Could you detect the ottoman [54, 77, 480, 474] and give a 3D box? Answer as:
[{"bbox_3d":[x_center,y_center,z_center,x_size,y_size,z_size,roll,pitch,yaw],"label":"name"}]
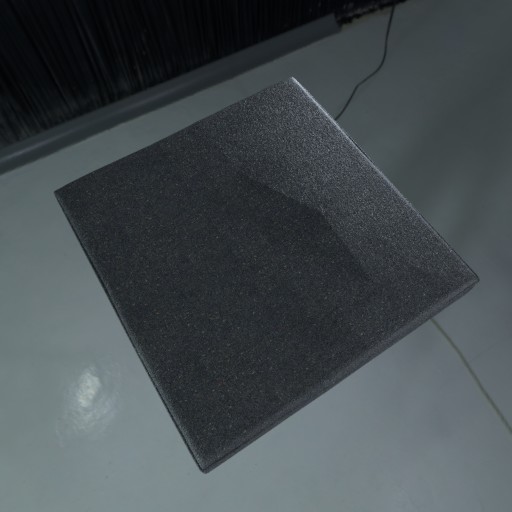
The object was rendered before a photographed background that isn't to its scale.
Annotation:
[{"bbox_3d":[0.000,0.000,1.539,0.968,0.382,1.004,-30,68,-13],"label":"ottoman"}]
